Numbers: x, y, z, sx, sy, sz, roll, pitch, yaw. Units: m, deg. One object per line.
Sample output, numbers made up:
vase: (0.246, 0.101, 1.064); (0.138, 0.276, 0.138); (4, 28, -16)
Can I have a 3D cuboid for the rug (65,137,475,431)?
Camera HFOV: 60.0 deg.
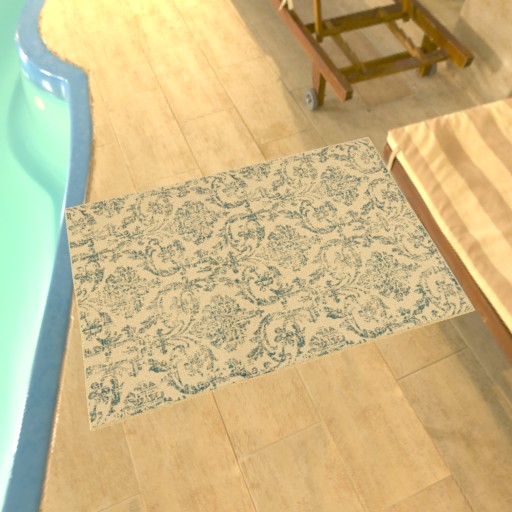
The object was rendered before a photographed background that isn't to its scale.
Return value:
rug: (0.000, 0.000, 3.431); (2.746, 0.018, 1.819); (-15, 60, -9)
